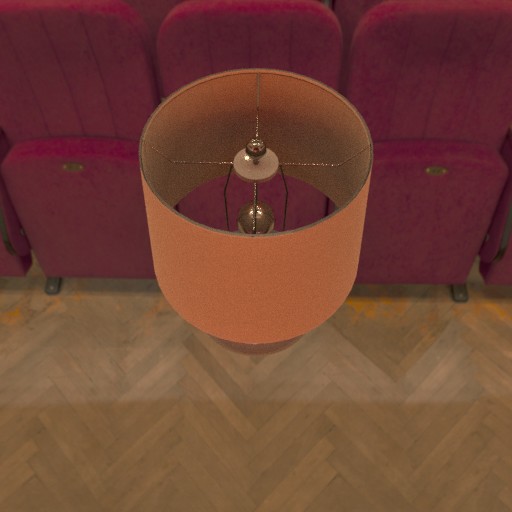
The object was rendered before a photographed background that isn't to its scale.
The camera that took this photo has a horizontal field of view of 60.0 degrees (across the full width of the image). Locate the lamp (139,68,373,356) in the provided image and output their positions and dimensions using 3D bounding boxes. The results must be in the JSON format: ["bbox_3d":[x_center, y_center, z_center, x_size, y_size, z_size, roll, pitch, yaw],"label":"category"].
[{"bbox_3d":[0.000,0.000,0.555,0.247,0.387,0.247,0,58,0],"label":"lamp"}]
